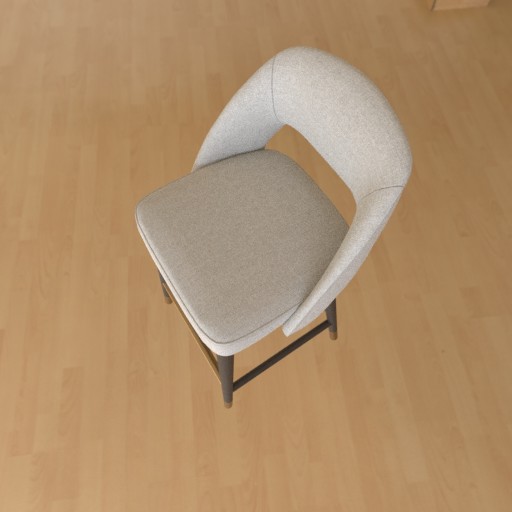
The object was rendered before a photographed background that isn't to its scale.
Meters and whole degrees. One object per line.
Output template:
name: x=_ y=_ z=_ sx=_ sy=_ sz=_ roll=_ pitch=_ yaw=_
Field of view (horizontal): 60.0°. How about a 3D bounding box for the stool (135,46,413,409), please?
stool: x=0.000 y=0.000 z=1.183 sx=0.509 sy=0.940 sz=0.494 roll=-29 pitch=66 yaw=-14
